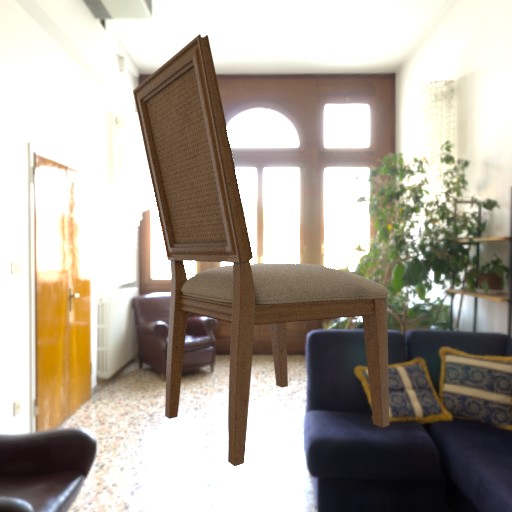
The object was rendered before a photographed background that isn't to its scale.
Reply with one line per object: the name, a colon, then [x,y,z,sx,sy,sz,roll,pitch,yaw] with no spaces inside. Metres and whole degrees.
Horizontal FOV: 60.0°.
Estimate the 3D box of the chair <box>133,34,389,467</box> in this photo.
chair: [0.000,0.000,1.319,0.601,0.988,0.536,0,1,-35]
